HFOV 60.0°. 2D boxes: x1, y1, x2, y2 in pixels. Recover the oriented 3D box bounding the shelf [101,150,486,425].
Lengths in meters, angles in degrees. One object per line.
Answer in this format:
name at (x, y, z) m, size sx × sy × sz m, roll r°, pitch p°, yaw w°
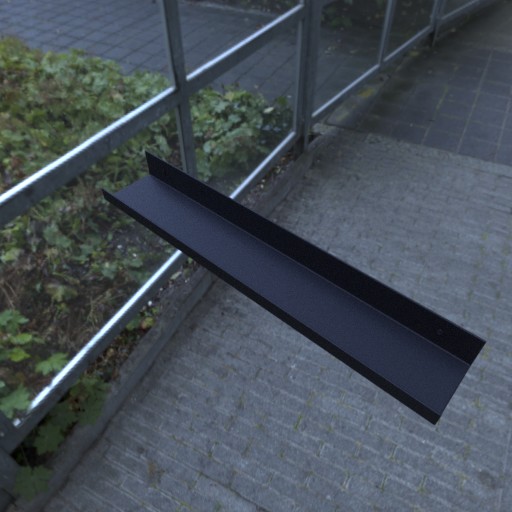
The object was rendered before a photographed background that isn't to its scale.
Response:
shelf at (0.000, 0.000, 0.633) m, size 0.605 × 0.053 × 0.102 m, roll 32°, pitch 53°, yaw 27°
